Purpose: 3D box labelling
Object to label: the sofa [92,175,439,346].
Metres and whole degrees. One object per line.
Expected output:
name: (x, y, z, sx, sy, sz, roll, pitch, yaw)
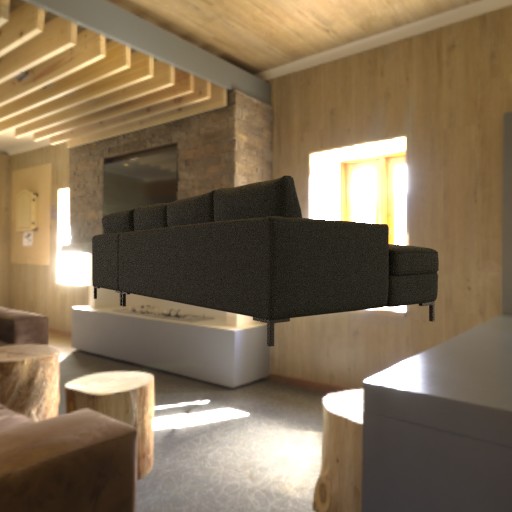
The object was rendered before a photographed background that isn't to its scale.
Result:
sofa: (0.000, 0.000, 3.856, 1.984, 0.858, 2.975, 0, 0, -36)
